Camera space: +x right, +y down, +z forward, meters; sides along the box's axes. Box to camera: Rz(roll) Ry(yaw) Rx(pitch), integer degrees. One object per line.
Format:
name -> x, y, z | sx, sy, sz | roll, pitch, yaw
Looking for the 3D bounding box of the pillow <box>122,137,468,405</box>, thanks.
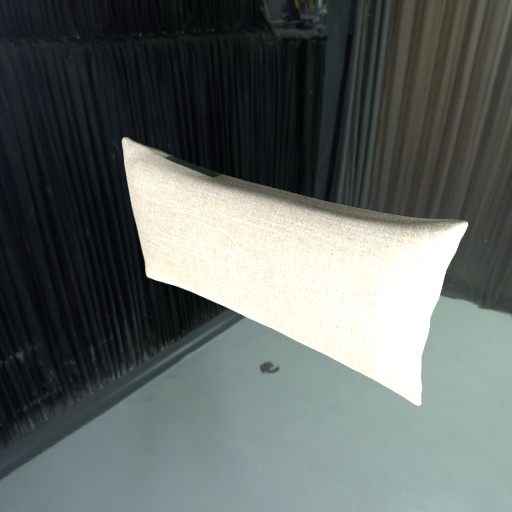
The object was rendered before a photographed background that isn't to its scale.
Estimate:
pillow -> 0.000, 0.000, 1.041 | 0.859, 0.429, 0.197 | 21, 36, 32
